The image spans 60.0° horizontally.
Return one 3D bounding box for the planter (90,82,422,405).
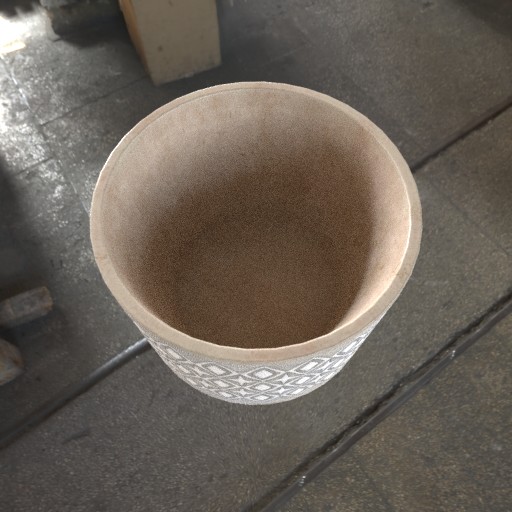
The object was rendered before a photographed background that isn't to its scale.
[{"bbox_3d":[0.000,0.000,0.277,0.164,0.127,0.164,0,63,0],"label":"planter"}]
